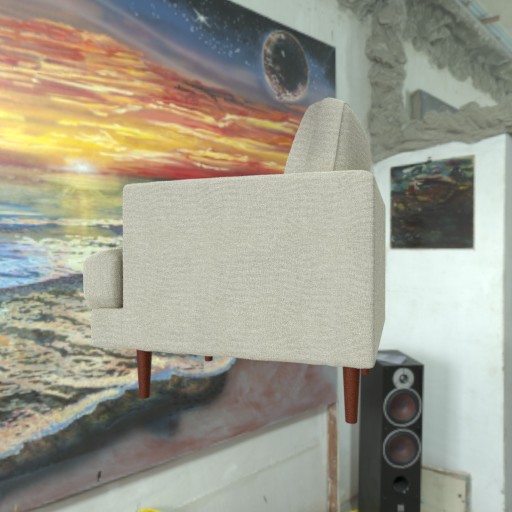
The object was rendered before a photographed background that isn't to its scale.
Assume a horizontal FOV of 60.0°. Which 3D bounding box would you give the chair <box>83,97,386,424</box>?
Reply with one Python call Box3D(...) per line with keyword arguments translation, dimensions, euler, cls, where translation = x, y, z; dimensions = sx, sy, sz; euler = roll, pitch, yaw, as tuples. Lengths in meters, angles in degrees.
Box3D(translation=(0.000, 0.000, 1.648), dimensions=(0.899, 0.957, 0.858), euler=(0, 1, 18), cls="chair")
